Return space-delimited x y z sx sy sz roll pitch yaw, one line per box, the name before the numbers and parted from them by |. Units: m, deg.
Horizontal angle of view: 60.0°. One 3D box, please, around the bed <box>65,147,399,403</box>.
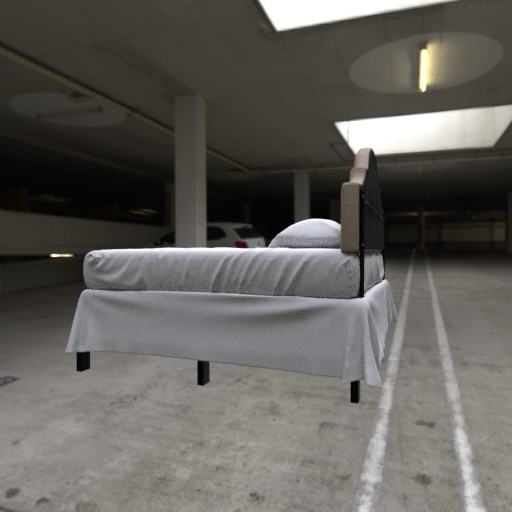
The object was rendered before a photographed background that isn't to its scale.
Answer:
bed | 0.000 0.000 3.750 2.222 1.631 2.303 0 1 20
